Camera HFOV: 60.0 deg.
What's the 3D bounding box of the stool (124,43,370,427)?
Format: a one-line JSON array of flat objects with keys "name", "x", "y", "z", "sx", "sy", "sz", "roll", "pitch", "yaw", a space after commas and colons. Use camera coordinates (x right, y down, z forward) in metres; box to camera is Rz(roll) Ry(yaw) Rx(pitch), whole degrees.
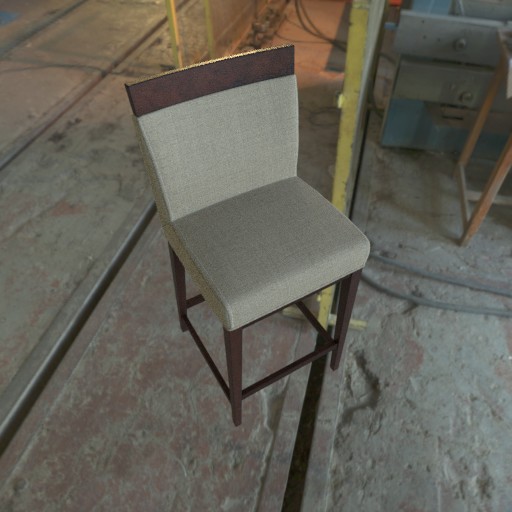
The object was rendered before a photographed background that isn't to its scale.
[{"name": "stool", "x": 0.000, "y": 0.000, "z": 1.328, "sx": 0.463, "sy": 1.011, "sz": 0.480, "roll": -23, "pitch": 51, "yaw": -20}]
